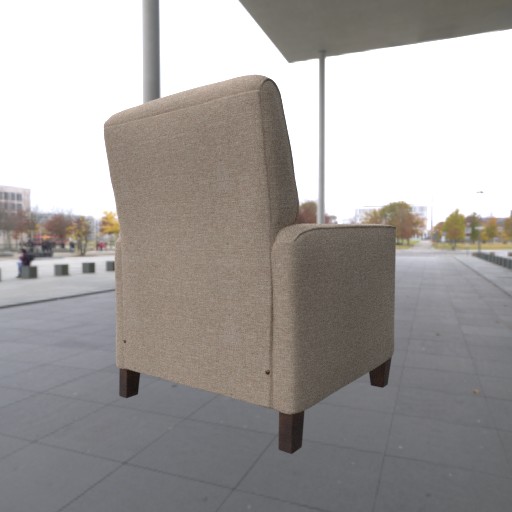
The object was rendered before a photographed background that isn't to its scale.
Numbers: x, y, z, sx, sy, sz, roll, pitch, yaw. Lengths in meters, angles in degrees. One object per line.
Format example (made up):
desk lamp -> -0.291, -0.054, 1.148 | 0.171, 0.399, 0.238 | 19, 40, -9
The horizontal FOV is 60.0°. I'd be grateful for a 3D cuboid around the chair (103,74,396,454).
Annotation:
chair -> 0.000, 0.000, 1.660 | 0.841, 1.028, 0.858 | 1, 2, 36
